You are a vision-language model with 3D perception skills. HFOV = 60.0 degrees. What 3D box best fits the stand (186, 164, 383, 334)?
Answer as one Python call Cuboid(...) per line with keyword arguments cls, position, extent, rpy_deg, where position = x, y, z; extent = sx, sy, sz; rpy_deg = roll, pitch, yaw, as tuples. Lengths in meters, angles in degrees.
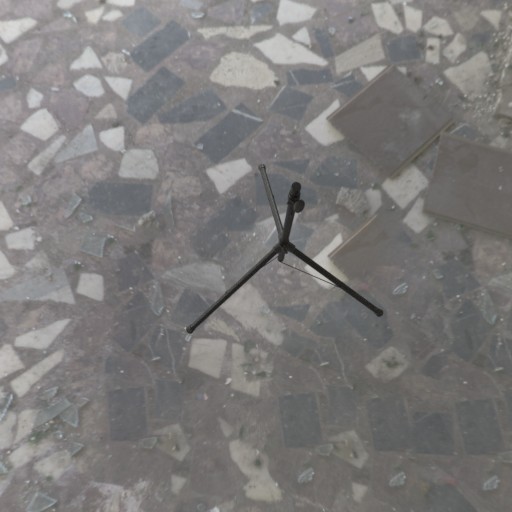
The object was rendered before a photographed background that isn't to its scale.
Cuboid(cls="stand", position=(0.000, 0.000, 2.792), extent=(1.339, 1.595, 1.596), rpy_deg=(-34, 78, -8))
